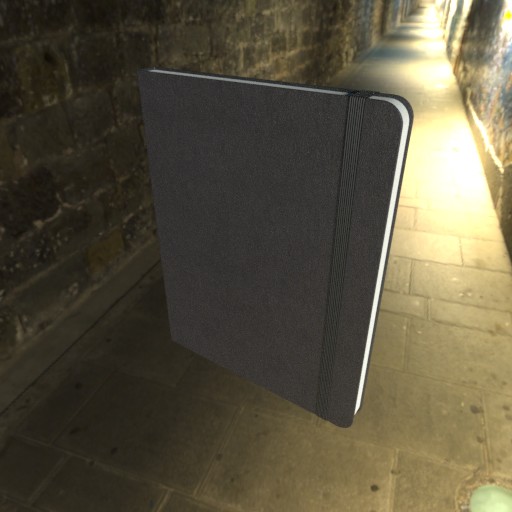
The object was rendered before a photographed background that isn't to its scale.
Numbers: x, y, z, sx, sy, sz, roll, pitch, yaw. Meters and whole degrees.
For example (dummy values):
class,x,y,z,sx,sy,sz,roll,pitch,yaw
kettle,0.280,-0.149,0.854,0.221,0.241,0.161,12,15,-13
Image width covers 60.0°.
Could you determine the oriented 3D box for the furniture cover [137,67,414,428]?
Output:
class,x,y,z,sx,sy,sz,roll,pitch,yaw
furniture cover,0.000,0.000,0.377,0.216,0.281,0.023,19,36,29
